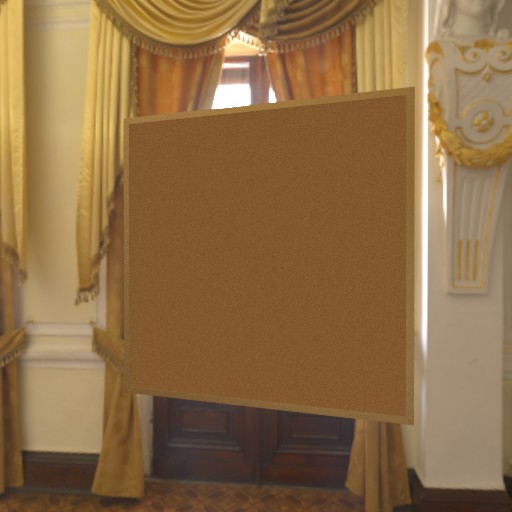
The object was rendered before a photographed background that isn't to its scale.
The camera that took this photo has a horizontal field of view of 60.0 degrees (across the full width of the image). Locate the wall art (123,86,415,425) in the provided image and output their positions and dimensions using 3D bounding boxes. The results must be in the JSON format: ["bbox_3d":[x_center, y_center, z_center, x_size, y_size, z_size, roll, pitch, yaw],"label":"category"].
[{"bbox_3d":[0.000,0.000,1.133,0.762,0.762,0.038,0,0,18],"label":"wall art"}]
